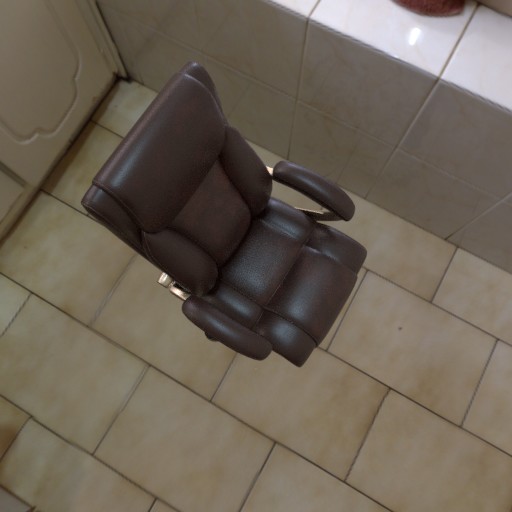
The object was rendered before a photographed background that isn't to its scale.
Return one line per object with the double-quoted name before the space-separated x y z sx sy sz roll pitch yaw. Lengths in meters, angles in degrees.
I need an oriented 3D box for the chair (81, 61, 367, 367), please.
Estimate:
"chair" 0.000 0.000 1.626 0.749 1.194 0.692 31 78 8
